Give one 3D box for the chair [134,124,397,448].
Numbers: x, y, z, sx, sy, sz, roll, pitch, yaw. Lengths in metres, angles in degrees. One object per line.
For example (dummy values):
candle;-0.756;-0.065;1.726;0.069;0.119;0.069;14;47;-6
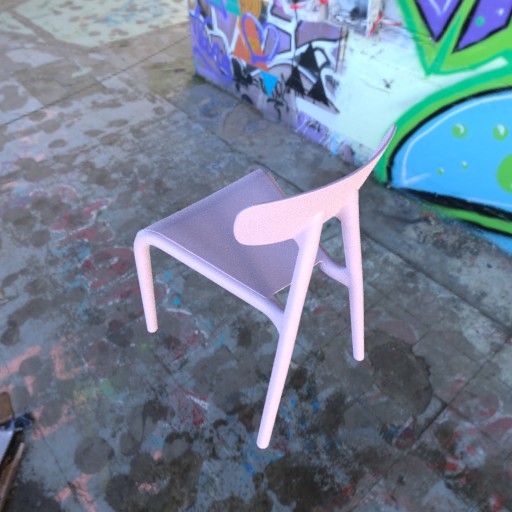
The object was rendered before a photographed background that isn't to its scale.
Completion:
chair;0.000;0.000;0.837;0.356;0.580;0.401;-33;55;-27
